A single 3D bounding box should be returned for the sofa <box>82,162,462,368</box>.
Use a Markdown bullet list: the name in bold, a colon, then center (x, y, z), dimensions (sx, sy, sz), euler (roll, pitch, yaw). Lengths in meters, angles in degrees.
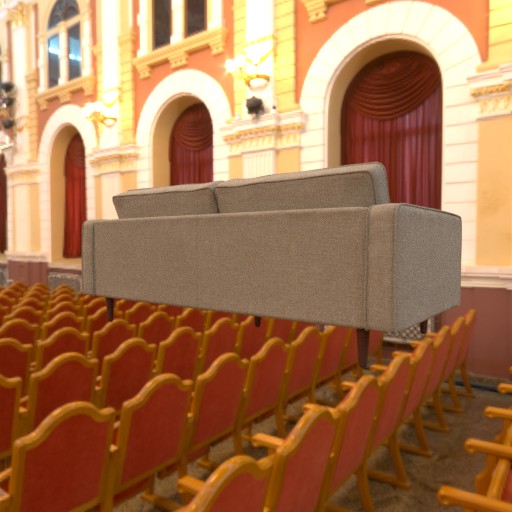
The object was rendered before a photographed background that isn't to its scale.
- **sofa**: center (0.000, 0.000, 2.360), dimensions (1.879, 0.762, 0.914), euler (1, 2, 37)
